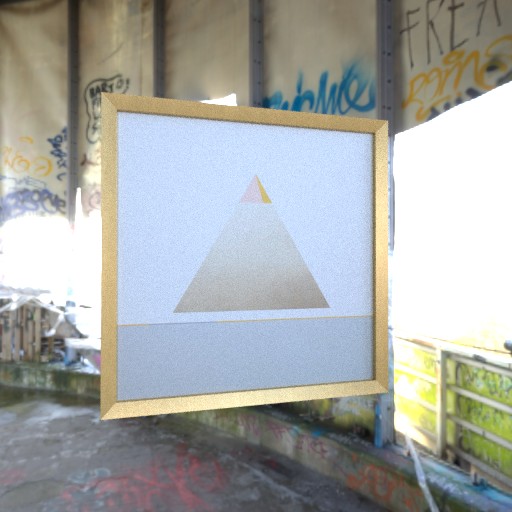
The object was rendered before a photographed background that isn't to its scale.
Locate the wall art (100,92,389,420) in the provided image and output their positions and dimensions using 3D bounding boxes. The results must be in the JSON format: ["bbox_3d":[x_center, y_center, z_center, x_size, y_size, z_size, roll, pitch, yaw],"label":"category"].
[{"bbox_3d":[0.000,0.000,2.933,1.935,1.936,0.097,0,0,-16],"label":"wall art"}]
